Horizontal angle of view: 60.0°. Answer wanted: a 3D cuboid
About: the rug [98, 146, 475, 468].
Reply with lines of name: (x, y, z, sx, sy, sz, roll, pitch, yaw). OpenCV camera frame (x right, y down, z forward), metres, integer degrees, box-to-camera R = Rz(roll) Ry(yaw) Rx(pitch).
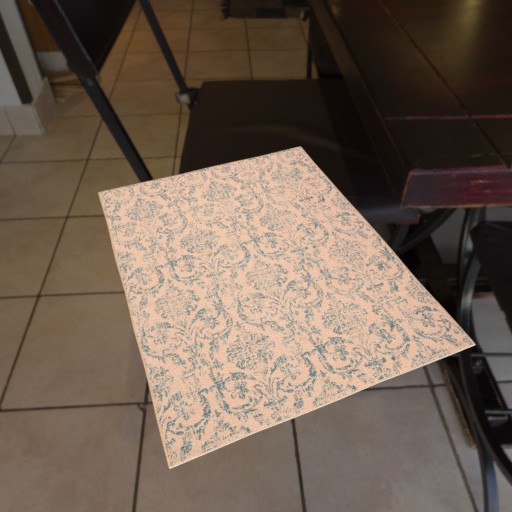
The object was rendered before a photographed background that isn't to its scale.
rug: (0.000, 0.000, 3.992, 2.363, 0.012, 2.980, -16, 48, -15)
